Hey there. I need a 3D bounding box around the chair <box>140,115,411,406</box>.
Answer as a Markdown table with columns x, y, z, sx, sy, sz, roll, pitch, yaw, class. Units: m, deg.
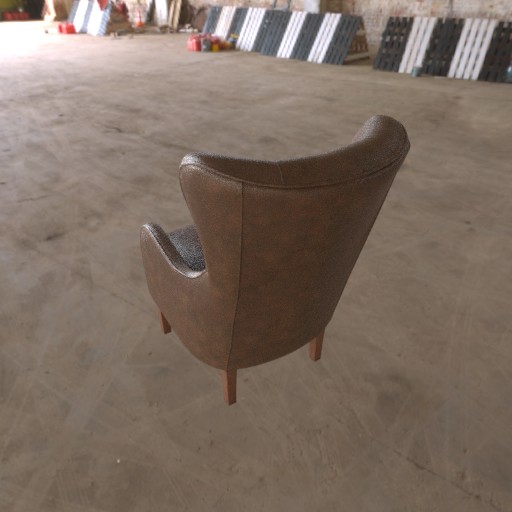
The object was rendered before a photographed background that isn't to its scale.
| x | y | z | sx | sy | sz | roll | pitch | yaw | class |
| --- | --- | --- | --- | --- | --- | --- | --- | --- | --- |
| 0.000 | 0.000 | 1.648 | 0.692 | 1.048 | 0.914 | -19 | 37 | -27 | chair |
